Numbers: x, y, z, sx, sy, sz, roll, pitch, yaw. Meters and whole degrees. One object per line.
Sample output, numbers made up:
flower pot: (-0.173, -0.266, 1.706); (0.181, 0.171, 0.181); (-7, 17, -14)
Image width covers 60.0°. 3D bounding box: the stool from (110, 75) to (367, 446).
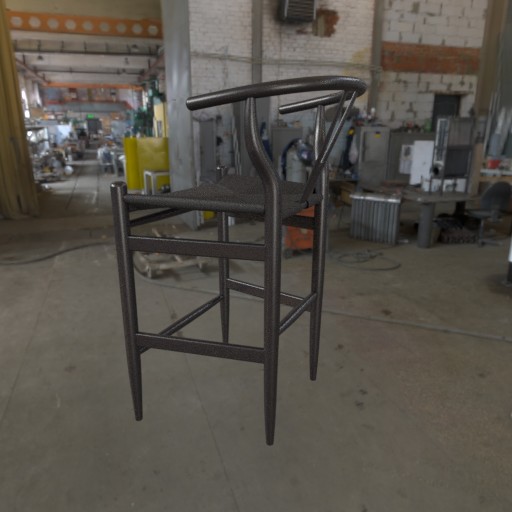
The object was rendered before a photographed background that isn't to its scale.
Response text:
stool: (0.000, 0.000, 1.327); (0.579, 0.970, 0.569); (8, 18, 25)
